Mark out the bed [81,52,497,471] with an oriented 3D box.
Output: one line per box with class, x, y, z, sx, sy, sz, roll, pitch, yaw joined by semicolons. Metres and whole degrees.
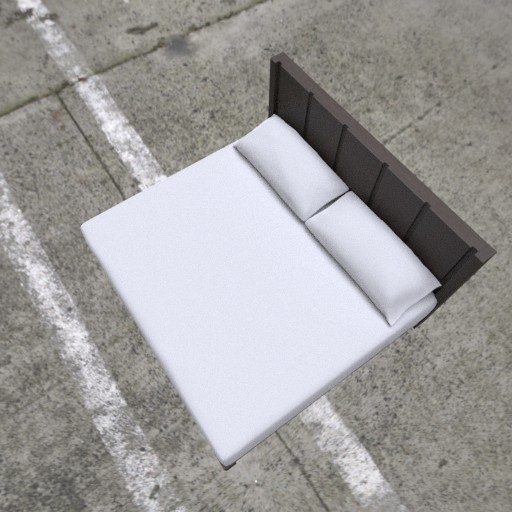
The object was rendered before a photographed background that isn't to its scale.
bed;0.000;0.000;3.336;2.012;1.270;2.134;-32;67;-15
